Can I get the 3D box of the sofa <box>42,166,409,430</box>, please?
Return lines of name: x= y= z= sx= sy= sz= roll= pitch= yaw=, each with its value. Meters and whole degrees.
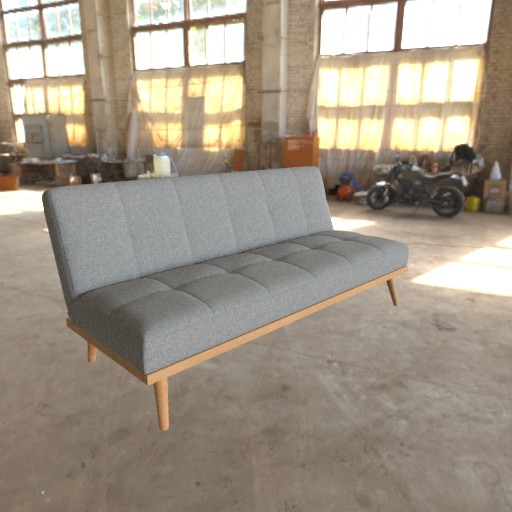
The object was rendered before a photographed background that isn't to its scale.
sofa: x=0.000 y=0.000 z=2.299 sx=1.820 sy=0.800 sz=0.800 roll=-15 pitch=21 yaw=-42
